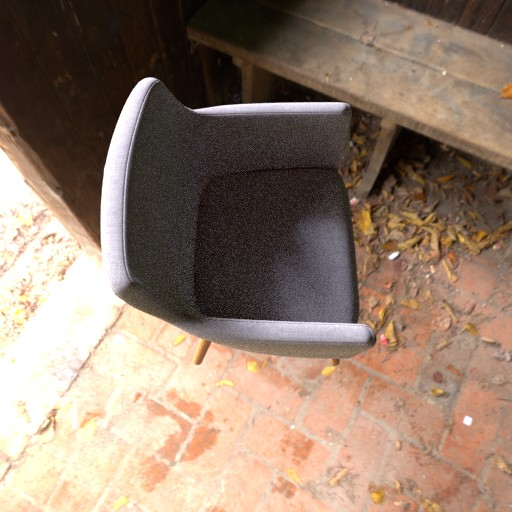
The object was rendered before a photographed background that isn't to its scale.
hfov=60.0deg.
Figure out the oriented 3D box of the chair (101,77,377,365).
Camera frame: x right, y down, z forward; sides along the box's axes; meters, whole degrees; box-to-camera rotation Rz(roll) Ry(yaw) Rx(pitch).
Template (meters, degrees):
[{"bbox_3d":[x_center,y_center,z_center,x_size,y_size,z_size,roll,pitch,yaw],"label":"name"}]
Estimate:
[{"bbox_3d":[0.000,0.000,1.133,0.540,0.780,0.570,0,66,0],"label":"chair"}]
